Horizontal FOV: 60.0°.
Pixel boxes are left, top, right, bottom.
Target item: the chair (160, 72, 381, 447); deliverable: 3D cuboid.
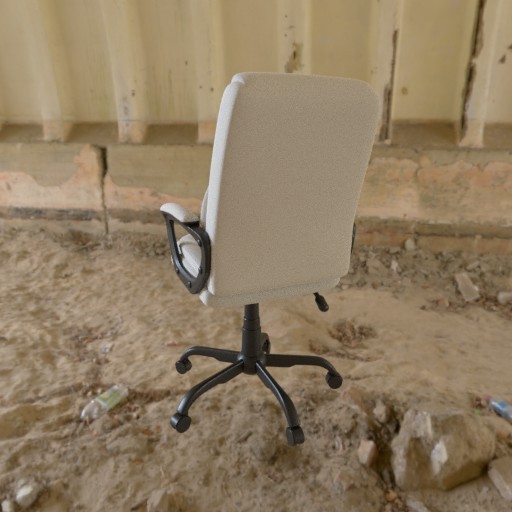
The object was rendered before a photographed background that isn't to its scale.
[{"bbox_3d":[0.000,0.000,1.474,0.663,1.065,0.669,-7,16,-25],"label":"chair"}]
